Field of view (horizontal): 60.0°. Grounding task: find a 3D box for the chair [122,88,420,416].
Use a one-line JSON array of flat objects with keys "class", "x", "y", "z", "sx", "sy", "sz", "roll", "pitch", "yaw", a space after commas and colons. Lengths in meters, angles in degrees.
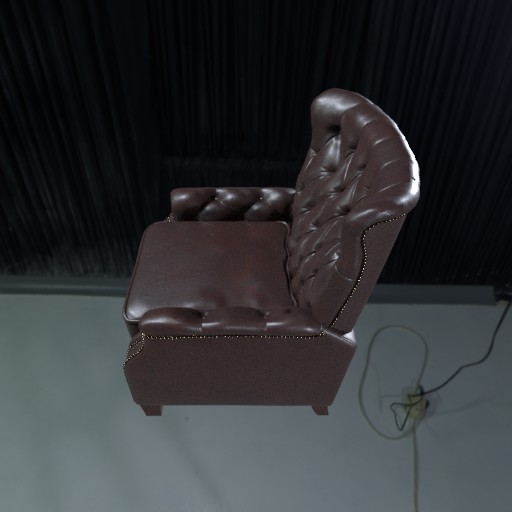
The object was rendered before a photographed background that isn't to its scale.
[{"class": "chair", "x": 0.000, "y": 0.000, "z": 1.467, "sx": 0.823, "sy": 0.864, "sz": 0.709, "roll": 0, "pitch": 41, "yaw": 0}]
